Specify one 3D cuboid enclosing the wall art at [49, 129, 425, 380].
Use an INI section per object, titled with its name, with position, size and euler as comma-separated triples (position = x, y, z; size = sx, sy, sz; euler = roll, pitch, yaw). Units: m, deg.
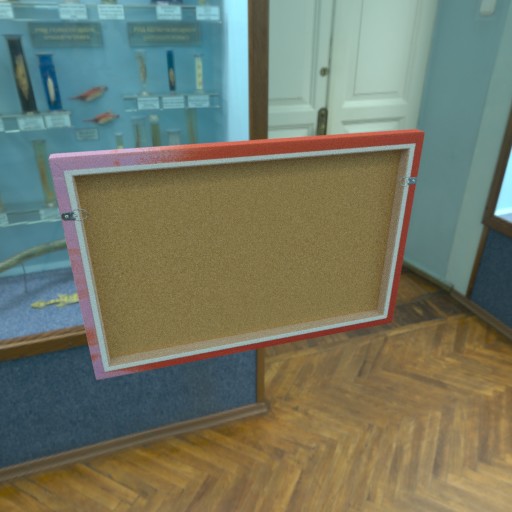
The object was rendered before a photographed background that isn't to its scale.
[wall art]
position = 0.000, 0.000, 1.190
size = 0.913, 0.609, 0.040
euler = -8, 28, -15
